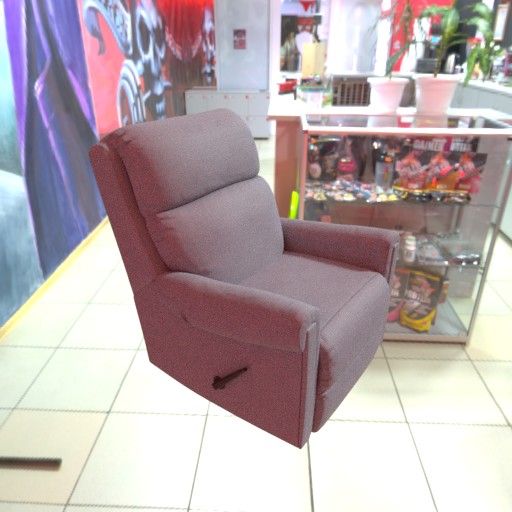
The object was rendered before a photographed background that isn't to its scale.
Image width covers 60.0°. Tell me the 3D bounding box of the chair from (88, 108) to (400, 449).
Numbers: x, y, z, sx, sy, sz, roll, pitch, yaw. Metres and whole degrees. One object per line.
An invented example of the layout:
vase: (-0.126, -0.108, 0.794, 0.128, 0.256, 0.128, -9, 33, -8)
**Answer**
chair: (0.000, 0.000, 1.822, 1.014, 1.054, 0.838, 17, 31, 31)
